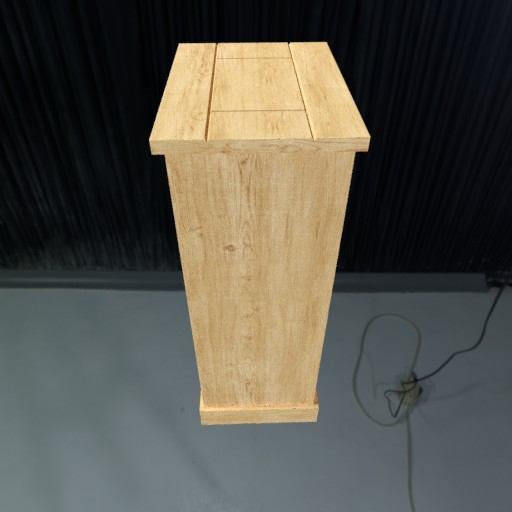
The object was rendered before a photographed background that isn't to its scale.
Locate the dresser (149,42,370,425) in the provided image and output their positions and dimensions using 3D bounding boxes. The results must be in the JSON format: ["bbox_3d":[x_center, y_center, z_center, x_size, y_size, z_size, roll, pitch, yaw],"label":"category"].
[{"bbox_3d":[0.000,0.000,1.327,0.390,1.041,0.531,-1,42,-1],"label":"dresser"}]
